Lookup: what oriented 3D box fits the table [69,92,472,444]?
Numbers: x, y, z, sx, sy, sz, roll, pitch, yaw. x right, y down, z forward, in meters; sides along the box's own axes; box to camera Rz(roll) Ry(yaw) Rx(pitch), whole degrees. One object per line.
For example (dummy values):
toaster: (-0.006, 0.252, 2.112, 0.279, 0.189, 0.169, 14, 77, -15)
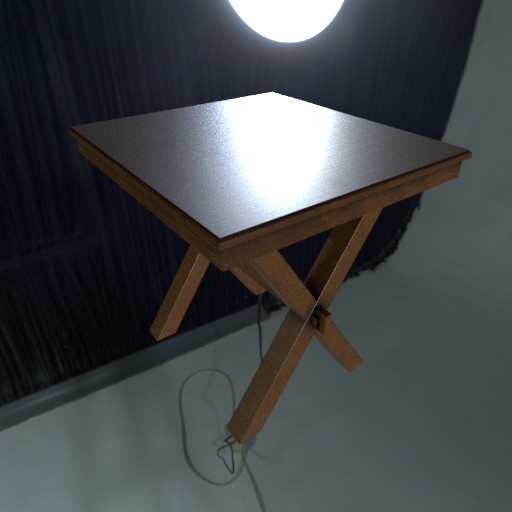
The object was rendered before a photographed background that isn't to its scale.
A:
table: (0.000, 0.000, 1.038, 0.560, 0.562, 0.602, -22, 38, -30)
